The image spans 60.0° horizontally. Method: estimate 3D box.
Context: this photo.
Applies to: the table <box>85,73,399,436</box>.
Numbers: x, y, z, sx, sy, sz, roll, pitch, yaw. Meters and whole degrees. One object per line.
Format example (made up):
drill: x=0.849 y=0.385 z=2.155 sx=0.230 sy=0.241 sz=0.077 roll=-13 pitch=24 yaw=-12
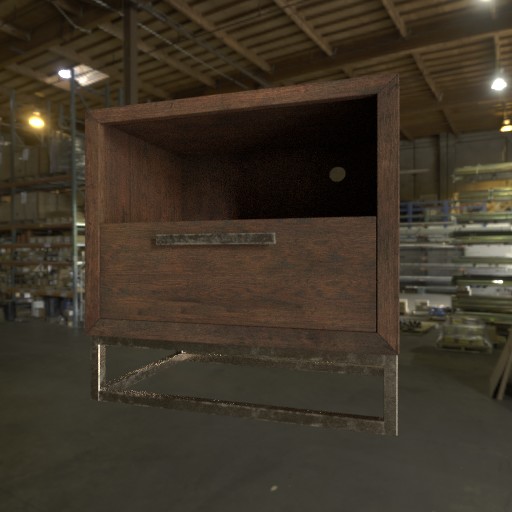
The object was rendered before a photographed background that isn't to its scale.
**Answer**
table: x=0.000 y=0.000 z=1.247 sx=0.767 sy=0.746 sz=0.542 roll=0 pitch=0 yaw=18
